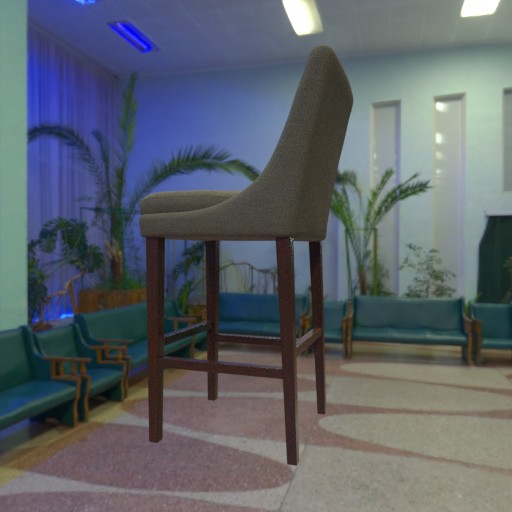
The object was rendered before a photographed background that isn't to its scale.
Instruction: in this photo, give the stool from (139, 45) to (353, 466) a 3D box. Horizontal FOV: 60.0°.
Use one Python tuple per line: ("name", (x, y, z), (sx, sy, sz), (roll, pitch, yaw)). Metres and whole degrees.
("stool", (0.000, 0.000, 1.393), (0.577, 1.078, 0.470), (0, 0, 20))
